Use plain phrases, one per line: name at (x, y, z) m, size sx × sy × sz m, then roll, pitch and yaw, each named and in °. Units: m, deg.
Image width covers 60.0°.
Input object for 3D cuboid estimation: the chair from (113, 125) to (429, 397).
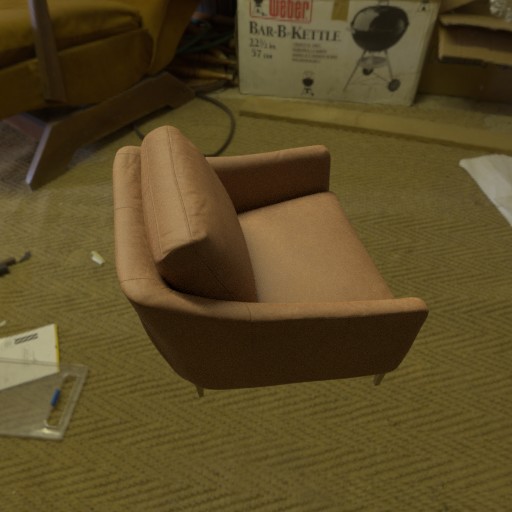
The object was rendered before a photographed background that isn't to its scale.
chair at (0.000, 0.000, 1.772) m, size 0.963 × 0.895 × 0.988 m, roll -10°, pitch 47°, yaw -9°
